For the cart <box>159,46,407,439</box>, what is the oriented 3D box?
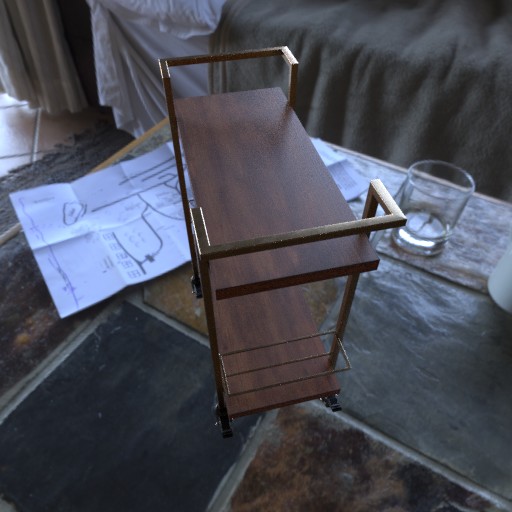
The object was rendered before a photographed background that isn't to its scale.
[{"bbox_3d":[0.000,0.000,1.196,0.364,0.807,0.695,-10,48,-9],"label":"cart"}]
